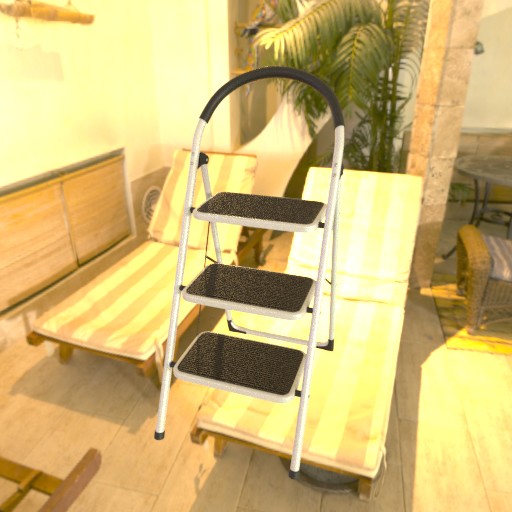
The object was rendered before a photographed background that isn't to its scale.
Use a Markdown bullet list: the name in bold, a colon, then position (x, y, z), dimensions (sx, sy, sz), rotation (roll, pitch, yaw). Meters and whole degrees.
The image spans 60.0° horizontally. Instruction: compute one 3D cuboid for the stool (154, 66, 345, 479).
- **stool**: position (0.000, 0.000, 1.426), dimensions (0.485, 1.109, 0.676), rotation (8, 27, 17)
